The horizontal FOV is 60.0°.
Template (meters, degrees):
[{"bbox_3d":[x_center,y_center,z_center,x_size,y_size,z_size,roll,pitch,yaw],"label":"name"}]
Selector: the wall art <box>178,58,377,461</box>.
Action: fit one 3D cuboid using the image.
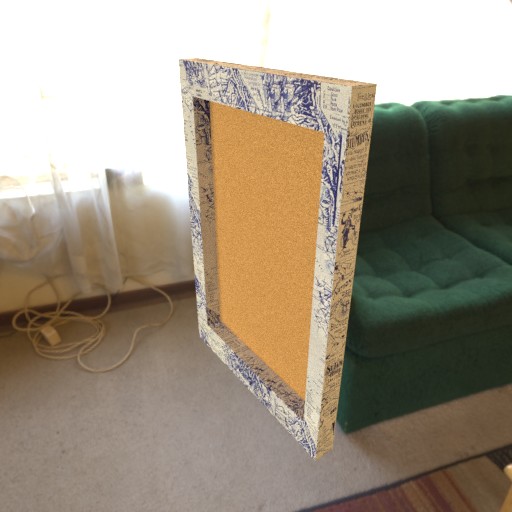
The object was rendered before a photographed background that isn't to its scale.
[{"bbox_3d":[0.000,0.000,0.767,0.040,0.601,0.408,-19,34,-30],"label":"wall art"}]
